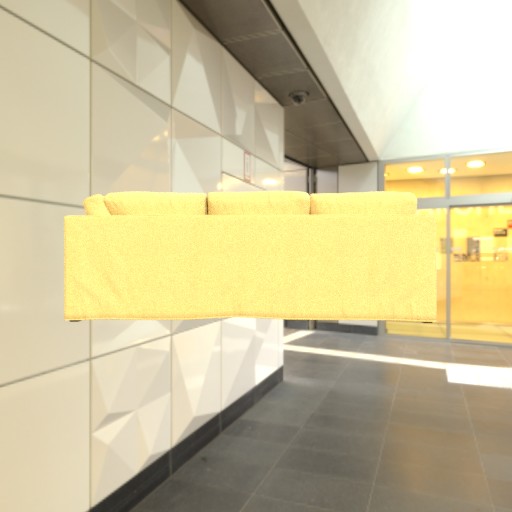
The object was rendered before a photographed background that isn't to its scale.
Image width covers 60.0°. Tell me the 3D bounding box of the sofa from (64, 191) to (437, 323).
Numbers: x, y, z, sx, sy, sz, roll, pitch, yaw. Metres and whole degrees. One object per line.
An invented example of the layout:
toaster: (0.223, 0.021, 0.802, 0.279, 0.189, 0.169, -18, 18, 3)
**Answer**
sofa: (0.000, 0.000, 4.573, 2.427, 0.882, 3.460, 0, 0, 2)
